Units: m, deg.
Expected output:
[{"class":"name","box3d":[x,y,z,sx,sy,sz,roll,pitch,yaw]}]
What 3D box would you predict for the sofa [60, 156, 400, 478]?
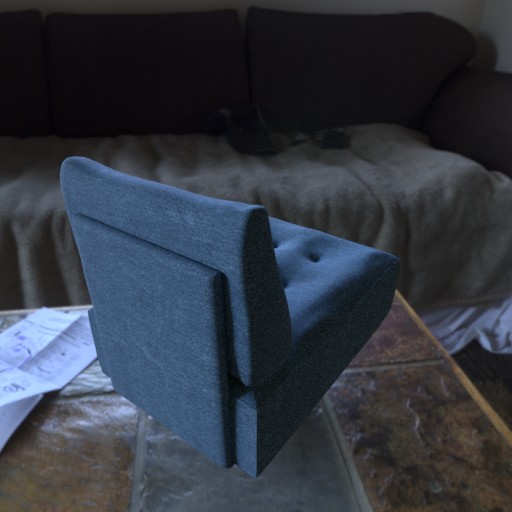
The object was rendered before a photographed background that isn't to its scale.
[{"class":"sofa","box3d":[0.000,0.000,1.541,0.700,0.820,1.000,20,35,31]}]
